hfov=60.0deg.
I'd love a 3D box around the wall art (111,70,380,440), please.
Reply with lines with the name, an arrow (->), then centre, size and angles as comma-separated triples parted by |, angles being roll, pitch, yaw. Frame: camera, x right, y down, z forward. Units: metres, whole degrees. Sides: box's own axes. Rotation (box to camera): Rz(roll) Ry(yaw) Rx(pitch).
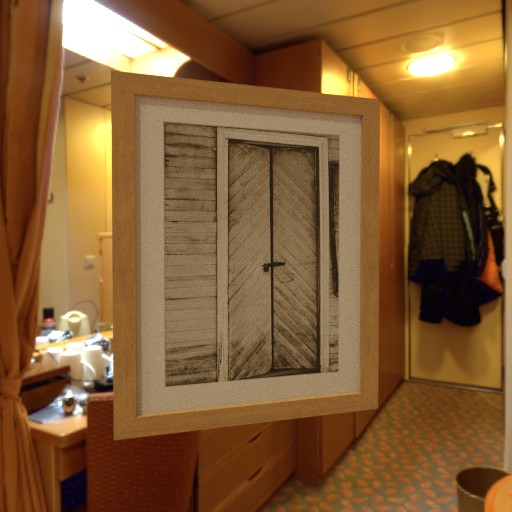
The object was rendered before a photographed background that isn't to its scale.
wall art -> 0.000, 0.000, 0.747 | 0.460, 0.561, 0.020 | 0, 1, -17
